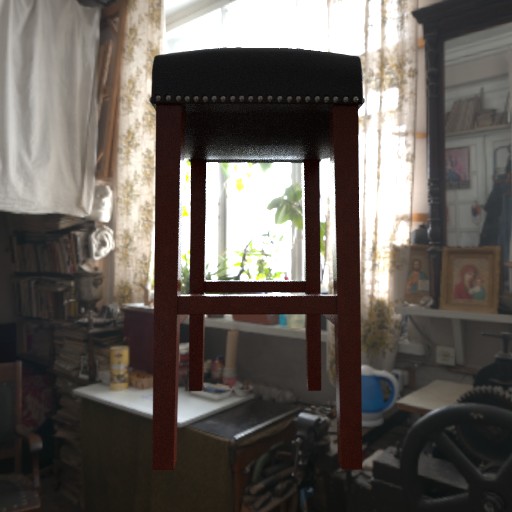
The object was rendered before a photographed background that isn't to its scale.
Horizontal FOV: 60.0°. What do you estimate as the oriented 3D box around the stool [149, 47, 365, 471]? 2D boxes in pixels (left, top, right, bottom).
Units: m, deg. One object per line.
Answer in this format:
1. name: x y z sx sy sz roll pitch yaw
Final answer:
1. stool: 0.000 0.000 1.003 0.372 0.742 0.504 0 0 -1
